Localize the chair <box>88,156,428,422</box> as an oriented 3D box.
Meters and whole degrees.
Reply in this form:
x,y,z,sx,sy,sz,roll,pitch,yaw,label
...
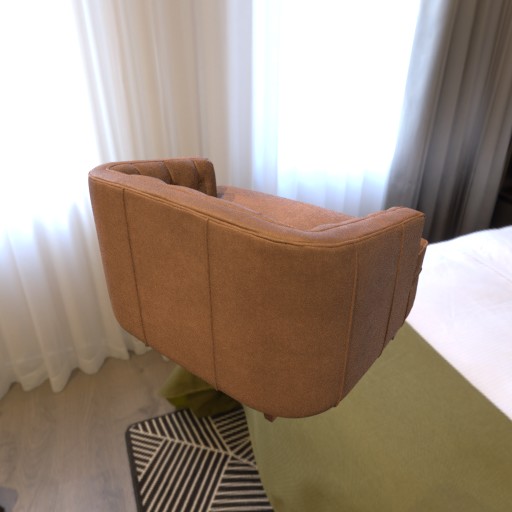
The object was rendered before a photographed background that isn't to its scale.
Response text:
x,y,z,sx,sy,sz,roll,pitch,yaw,label
0.000,0.000,1.764,1.118,0.787,0.914,20,35,32,chair
